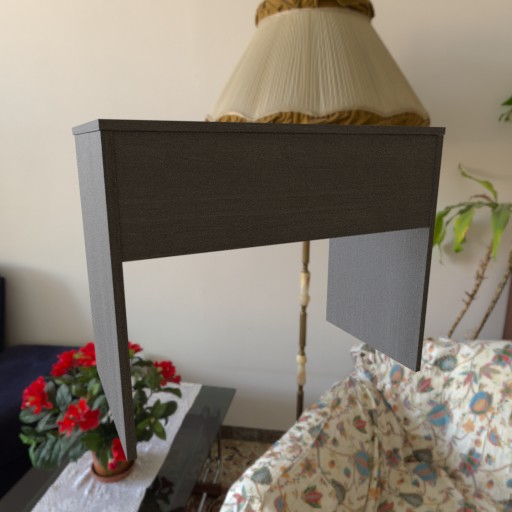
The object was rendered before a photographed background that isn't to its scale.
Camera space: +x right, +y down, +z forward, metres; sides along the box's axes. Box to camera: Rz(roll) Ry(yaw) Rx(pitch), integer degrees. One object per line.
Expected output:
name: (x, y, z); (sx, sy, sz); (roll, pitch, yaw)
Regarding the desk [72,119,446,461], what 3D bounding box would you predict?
desk: (0.000, 0.000, 1.299); (0.893, 0.724, 0.498); (-7, 16, -26)
